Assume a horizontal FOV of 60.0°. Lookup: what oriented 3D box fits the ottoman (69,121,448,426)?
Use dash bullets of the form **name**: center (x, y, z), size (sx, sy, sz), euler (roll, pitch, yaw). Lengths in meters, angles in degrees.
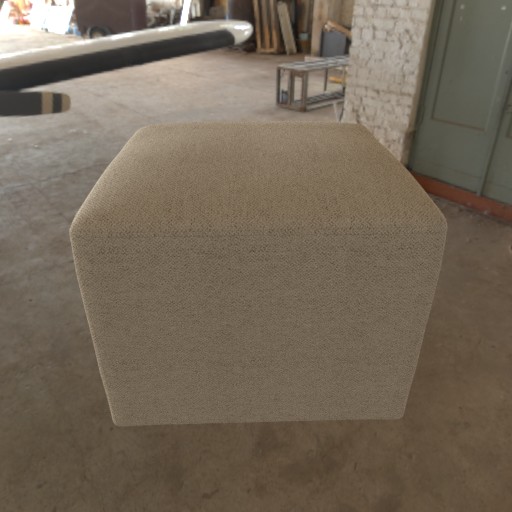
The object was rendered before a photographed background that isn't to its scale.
- **ottoman**: center (0.000, 0.000, 0.889), size (0.521, 0.453, 0.512), euler (-1, 31, -2)
